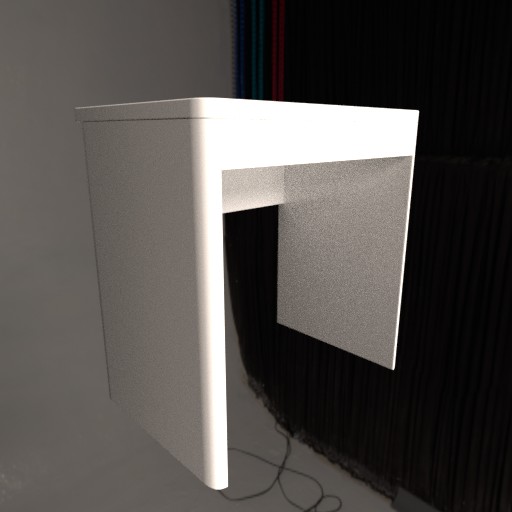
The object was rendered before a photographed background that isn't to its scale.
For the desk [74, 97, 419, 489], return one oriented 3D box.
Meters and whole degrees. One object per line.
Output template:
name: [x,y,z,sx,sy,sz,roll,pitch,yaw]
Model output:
desk: [0.000,0.000,1.275,0.762,0.800,0.549,-15,22,-42]
